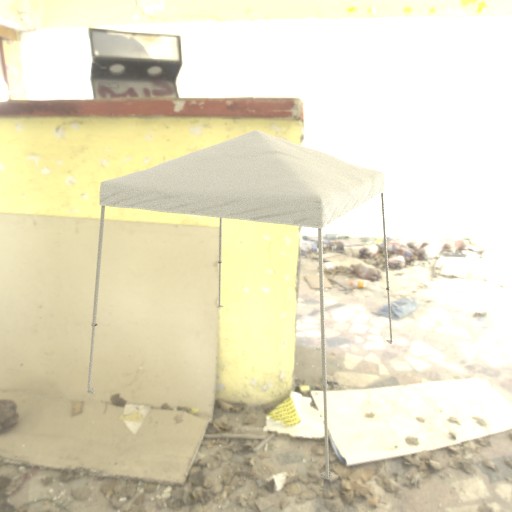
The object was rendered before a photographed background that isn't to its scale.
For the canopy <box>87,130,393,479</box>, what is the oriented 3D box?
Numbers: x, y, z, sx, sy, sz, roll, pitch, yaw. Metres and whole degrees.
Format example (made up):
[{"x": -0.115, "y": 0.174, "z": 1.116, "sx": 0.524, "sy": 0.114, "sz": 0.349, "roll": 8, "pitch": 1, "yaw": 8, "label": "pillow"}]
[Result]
[{"x": 0.000, "y": 0.000, "z": 6.587, "sx": 3.600, "sy": 3.600, "sz": 3.599, "roll": 8, "pitch": 18, "yaw": 26, "label": "canopy"}]
